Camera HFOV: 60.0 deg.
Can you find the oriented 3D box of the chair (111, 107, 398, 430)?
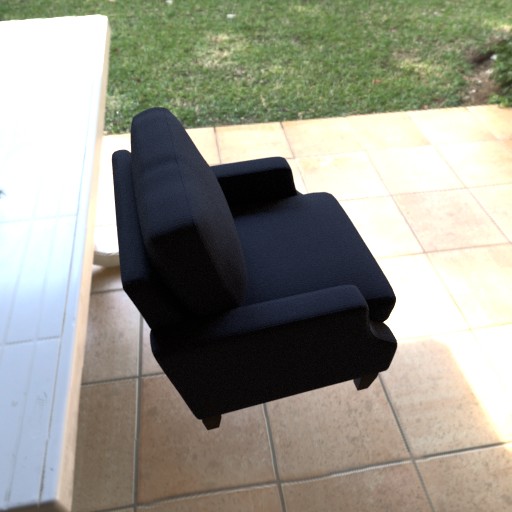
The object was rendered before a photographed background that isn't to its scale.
[{"bbox_3d":[0.000,0.000,1.671,0.897,0.991,0.855,-11,47,-10],"label":"chair"}]
